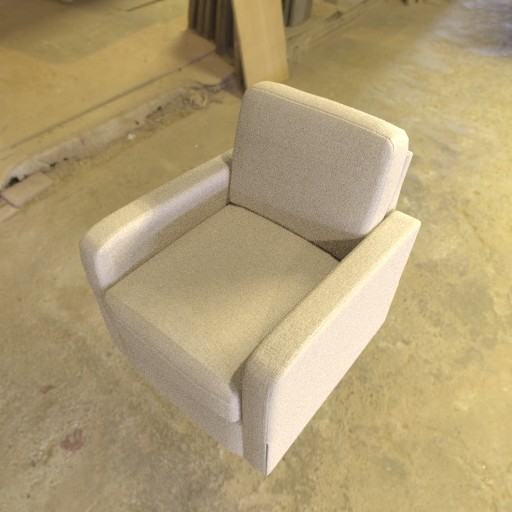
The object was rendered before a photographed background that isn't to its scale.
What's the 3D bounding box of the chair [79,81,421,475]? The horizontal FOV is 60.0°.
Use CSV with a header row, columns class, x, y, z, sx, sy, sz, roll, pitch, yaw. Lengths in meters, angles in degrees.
class,x,y,z,sx,sy,sz,roll,pitch,yaw
chair,0.000,0.000,1.456,0.755,0.827,0.888,31,53,26
